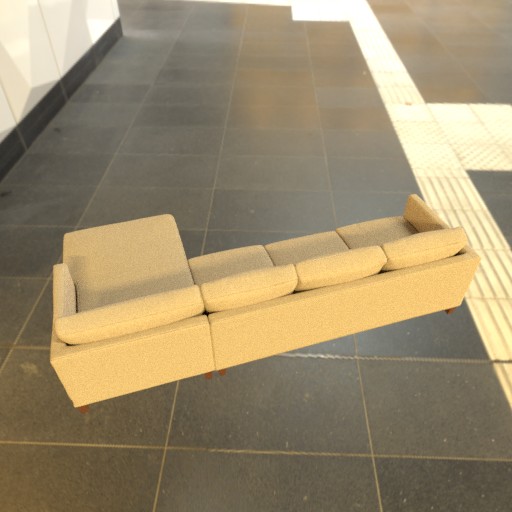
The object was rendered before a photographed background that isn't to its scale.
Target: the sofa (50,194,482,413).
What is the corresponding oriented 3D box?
[{"bbox_3d":[0.000,0.000,3.808,3.186,0.861,1.625,-12,44,-13],"label":"sofa"}]
